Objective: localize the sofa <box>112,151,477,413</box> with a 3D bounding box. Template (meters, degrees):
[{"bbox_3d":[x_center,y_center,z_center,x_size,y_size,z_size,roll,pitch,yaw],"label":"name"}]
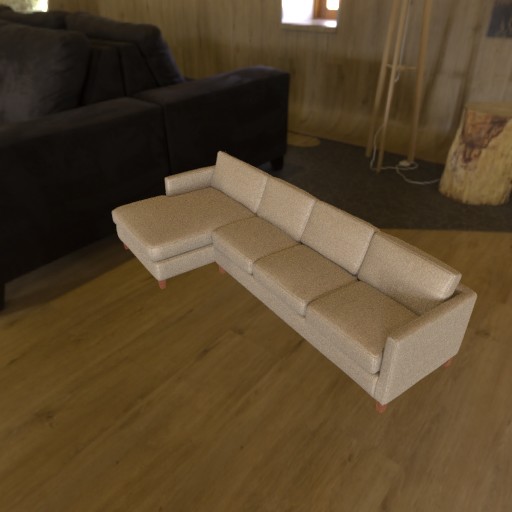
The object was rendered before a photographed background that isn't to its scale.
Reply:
[{"bbox_3d":[0.000,0.000,3.876,1.502,0.876,3.201,-20,37,-29],"label":"sofa"}]
